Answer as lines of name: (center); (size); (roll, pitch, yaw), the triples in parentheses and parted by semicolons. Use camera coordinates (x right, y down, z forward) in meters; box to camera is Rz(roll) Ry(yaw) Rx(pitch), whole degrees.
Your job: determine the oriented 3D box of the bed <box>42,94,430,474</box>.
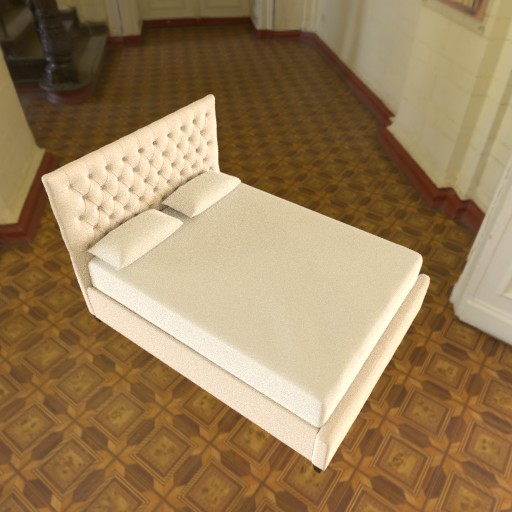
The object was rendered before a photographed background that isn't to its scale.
bed: (0.000, 0.000, 3.321); (2.233, 1.426, 1.696); (26, 47, 26)
